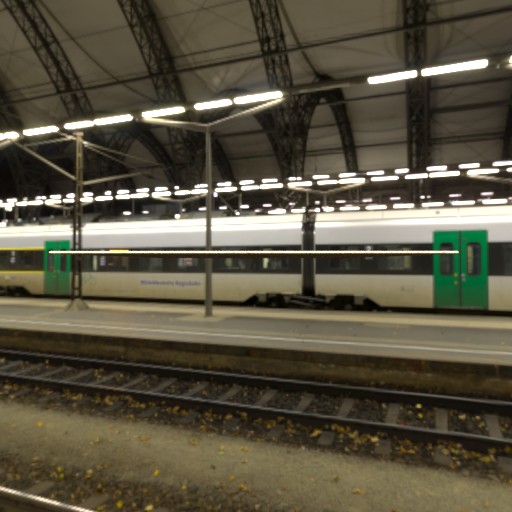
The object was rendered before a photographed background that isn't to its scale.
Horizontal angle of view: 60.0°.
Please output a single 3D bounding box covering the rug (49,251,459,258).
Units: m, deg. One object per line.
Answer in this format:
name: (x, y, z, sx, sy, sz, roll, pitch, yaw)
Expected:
rug: (0.000, 0.000, 4.155, 2.441, 0.015, 3.050, 0, -1, 1)
